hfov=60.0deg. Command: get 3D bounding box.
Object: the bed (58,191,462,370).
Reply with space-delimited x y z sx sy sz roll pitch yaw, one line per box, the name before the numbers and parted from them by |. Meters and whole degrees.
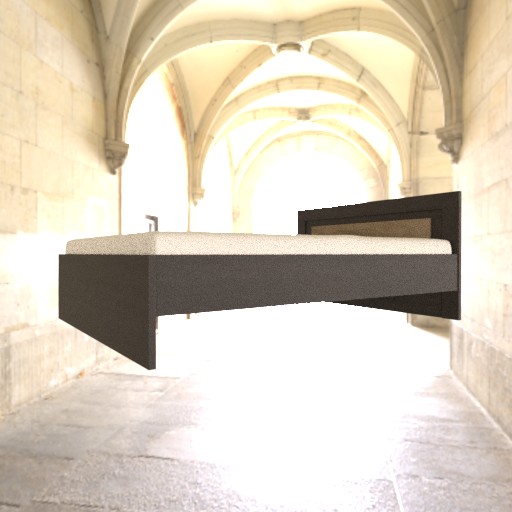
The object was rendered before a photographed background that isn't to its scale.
bed | 0.000 0.000 2.868 2.073 0.823 1.585 0 0 -35
